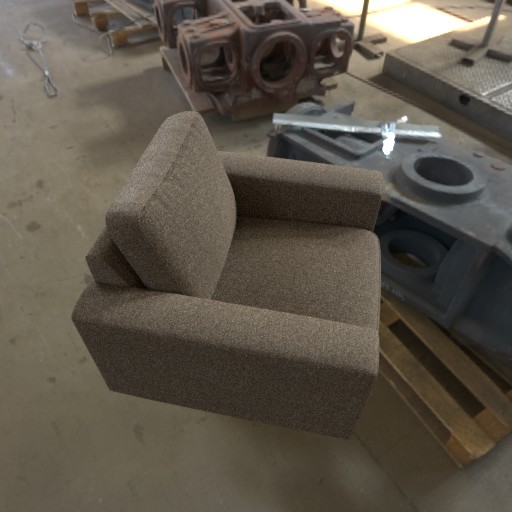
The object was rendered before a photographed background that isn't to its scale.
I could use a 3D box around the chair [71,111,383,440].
[{"bbox_3d":[0.000,0.000,1.769,1.016,0.873,1.005,9,48,8],"label":"chair"}]
